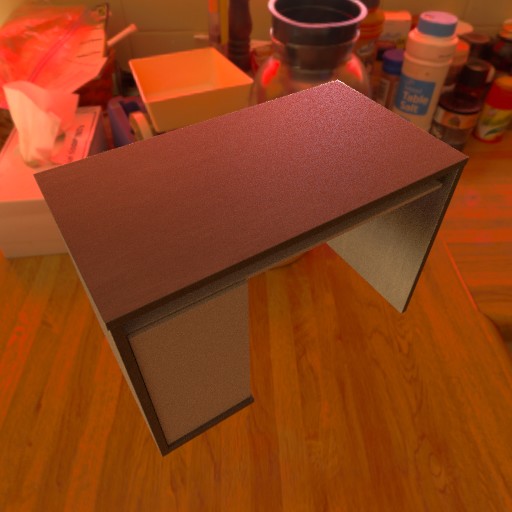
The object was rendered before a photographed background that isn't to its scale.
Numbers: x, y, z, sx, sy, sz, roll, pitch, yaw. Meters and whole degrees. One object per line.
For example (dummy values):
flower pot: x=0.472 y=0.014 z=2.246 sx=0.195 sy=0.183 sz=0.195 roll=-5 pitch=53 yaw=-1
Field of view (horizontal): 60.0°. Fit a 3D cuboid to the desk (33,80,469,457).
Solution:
desk: x=0.000 y=0.000 z=1.540 sx=1.100 sy=0.750 sz=0.600 roll=-25 pitch=51 yaw=-22
